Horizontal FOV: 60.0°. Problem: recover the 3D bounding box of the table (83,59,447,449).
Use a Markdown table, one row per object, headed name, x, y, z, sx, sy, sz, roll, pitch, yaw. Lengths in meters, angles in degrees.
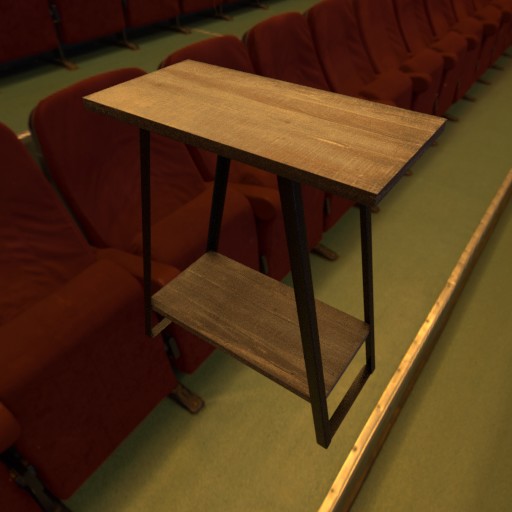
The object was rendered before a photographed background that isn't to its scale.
| name | x | y | z | sx | sy | sz | roll | pitch | yaw |
| --- | --- | --- | --- | --- | --- | --- | --- | --- | --- |
| table | 0.000 | 0.000 | 1.028 | 0.599 | 0.701 | 0.300 | 24 | 46 | 26 |
